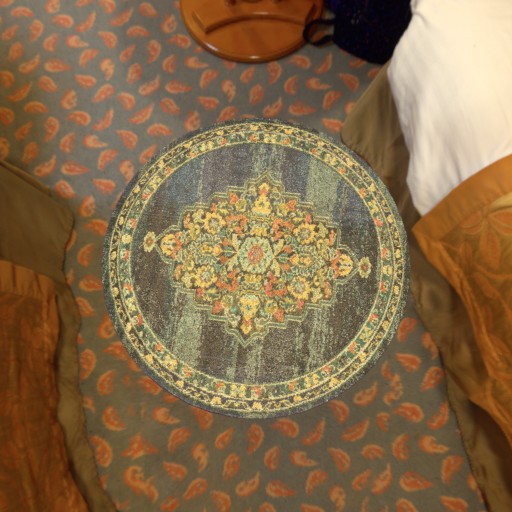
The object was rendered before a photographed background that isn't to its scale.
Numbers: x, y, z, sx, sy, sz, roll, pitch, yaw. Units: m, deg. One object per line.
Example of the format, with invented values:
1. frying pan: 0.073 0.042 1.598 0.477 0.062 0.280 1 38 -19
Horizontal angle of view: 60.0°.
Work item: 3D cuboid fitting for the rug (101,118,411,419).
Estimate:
1. rug: 0.000 0.000 3.431 2.386 0.014 2.386 0 76 0
